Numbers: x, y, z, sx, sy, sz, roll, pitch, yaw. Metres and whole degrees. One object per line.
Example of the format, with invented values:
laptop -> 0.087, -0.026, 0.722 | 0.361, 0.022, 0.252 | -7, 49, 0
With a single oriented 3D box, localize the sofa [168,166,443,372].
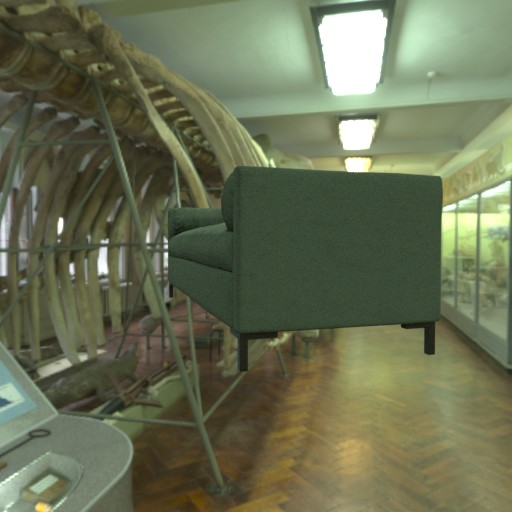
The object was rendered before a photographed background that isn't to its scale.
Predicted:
sofa -> 0.000, 0.000, 2.498 | 0.817, 0.681, 2.130 | -1, 2, -17
